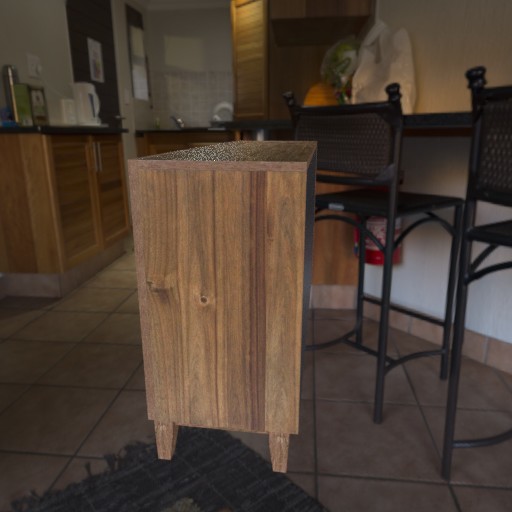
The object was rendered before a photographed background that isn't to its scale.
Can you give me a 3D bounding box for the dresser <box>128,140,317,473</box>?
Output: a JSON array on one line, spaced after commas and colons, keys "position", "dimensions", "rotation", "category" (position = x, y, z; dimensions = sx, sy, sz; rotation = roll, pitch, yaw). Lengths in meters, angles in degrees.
[{"position": [0.000, 0.000, 1.824], "dimensions": [0.446, 0.873, 1.400], "rotation": [2, 17, 8], "category": "dresser"}]
